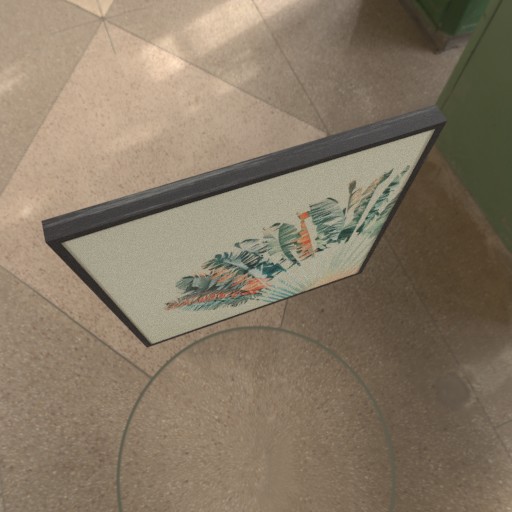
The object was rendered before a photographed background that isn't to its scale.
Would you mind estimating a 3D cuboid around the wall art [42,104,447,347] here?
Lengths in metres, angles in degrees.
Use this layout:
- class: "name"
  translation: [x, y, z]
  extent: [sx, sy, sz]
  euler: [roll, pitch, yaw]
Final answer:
- class: "wall art"
  translation: [0.000, 0.000, 1.145]
  extent: [0.762, 0.758, 0.043]
  euler: [-18, 67, -8]
